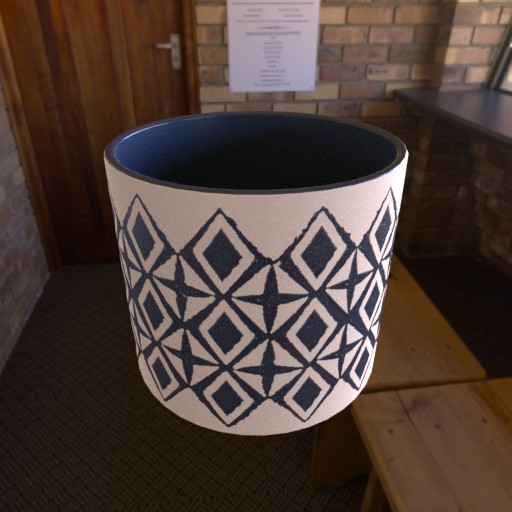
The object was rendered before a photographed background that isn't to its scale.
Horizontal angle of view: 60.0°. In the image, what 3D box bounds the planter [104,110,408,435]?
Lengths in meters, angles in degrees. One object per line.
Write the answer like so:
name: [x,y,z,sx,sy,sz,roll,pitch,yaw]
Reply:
planter: [0.000,0.000,0.314,0.182,0.165,0.182,0,29,0]
